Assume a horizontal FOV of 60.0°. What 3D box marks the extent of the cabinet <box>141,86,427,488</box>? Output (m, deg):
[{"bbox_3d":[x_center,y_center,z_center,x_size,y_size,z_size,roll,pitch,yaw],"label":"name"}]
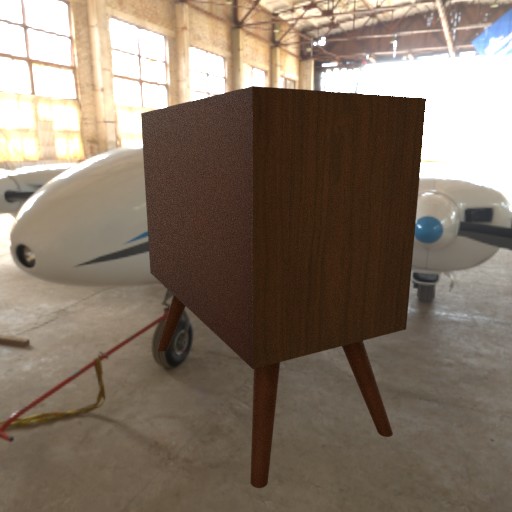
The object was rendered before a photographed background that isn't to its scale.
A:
[{"bbox_3d":[0.000,0.000,1.172,0.388,0.748,0.712,-7,16,-27],"label":"cabinet"}]
